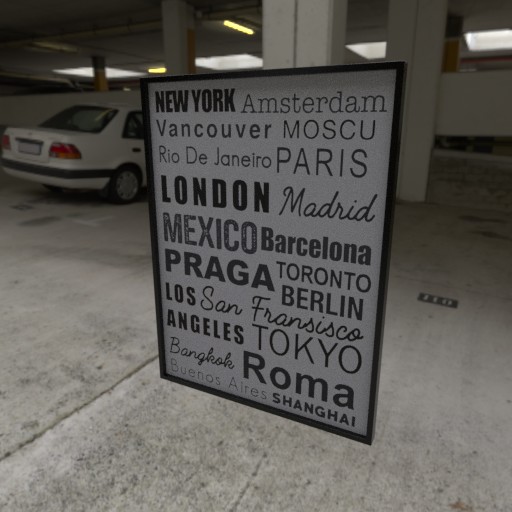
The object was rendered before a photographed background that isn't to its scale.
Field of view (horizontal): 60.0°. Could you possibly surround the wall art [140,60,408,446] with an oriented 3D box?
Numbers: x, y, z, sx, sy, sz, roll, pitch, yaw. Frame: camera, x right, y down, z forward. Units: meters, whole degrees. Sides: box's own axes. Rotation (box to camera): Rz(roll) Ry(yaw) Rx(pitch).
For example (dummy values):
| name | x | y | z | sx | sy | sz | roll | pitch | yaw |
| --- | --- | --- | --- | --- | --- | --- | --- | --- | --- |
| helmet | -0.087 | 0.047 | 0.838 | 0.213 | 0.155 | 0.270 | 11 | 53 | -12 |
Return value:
| name | x | y | z | sx | sy | sz | roll | pitch | yaw |
| --- | --- | --- | --- | --- | --- | --- | --- | --- | --- |
| wall art | 0.000 | 0.000 | 1.351 | 0.788 | 1.046 | 0.043 | 8 | 18 | 27 |
